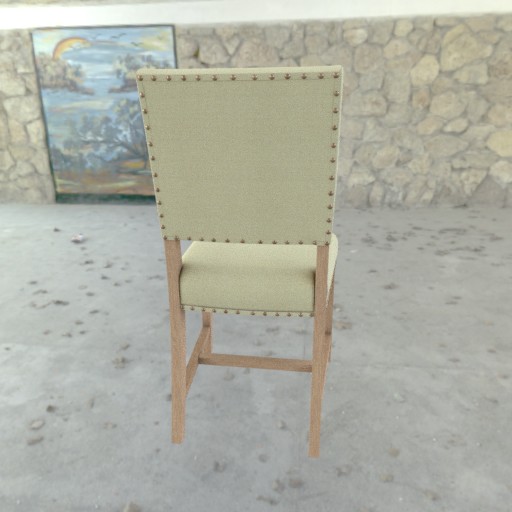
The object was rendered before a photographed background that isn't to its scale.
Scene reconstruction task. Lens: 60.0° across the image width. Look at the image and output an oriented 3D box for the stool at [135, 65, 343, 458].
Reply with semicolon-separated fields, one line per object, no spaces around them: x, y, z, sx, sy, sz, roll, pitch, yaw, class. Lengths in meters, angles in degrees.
0.000;0.000;1.325;0.508;0.986;0.623;2;17;8;stool
